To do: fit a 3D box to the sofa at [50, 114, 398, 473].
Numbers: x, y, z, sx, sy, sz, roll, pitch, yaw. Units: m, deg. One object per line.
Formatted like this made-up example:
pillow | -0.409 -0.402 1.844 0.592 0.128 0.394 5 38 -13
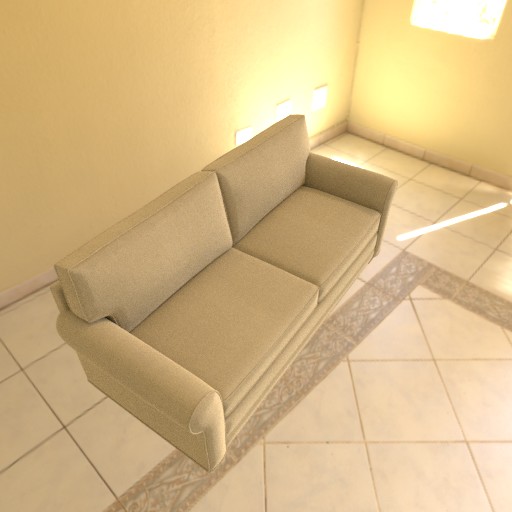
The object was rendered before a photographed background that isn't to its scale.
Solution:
sofa | 0.000 0.000 2.608 0.901 0.962 2.146 24 46 26
